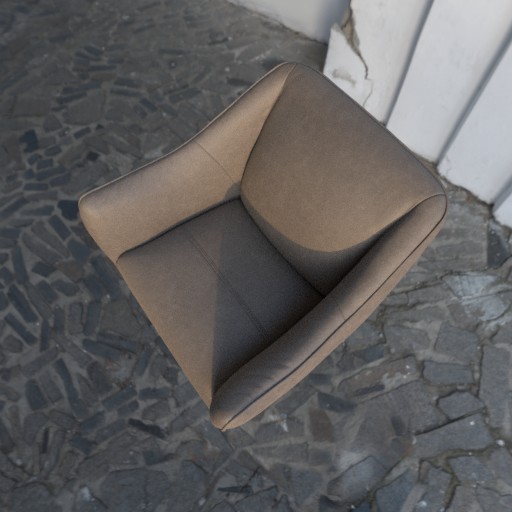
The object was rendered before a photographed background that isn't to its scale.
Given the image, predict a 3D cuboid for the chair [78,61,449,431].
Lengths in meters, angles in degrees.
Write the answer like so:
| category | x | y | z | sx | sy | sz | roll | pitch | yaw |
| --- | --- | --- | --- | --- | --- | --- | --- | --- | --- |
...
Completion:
| category | x | y | z | sx | sy | sz | roll | pitch | yaw |
| --- | --- | --- | --- | --- | --- | --- | --- | --- | --- |
| chair | 0.000 | 0.000 | 1.540 | 0.852 | 0.830 | 0.871 | -33 | 68 | -16 |
